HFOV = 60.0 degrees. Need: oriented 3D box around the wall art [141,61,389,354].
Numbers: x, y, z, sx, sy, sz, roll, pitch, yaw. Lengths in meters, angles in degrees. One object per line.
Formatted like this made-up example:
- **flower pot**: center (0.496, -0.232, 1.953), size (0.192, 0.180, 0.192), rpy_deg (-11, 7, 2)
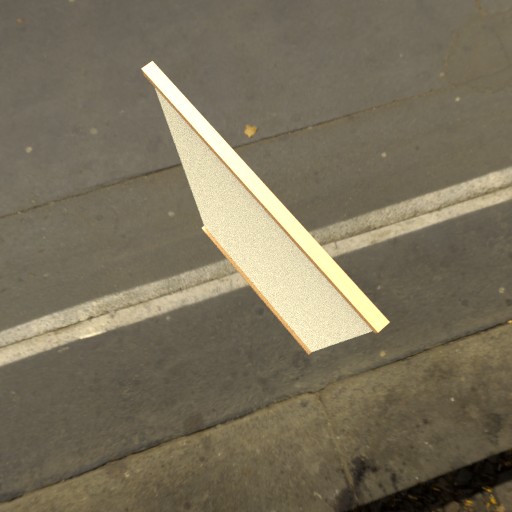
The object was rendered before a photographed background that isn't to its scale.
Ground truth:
- **wall art**: center (0.000, 0.000, 1.303), size (0.027, 1.020, 0.669), rpy_deg (-39, 79, -9)
